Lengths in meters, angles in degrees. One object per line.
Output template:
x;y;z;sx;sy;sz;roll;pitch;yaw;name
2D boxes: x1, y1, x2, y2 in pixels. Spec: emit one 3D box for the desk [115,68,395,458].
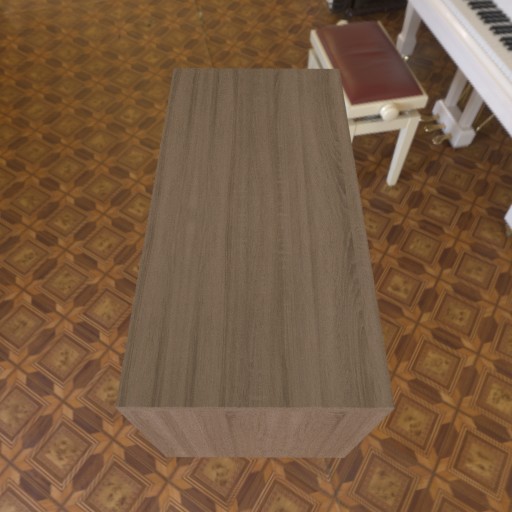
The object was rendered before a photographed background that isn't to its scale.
0.000;0.000;1.782;0.690;0.745;1.380;0;57;0;desk
